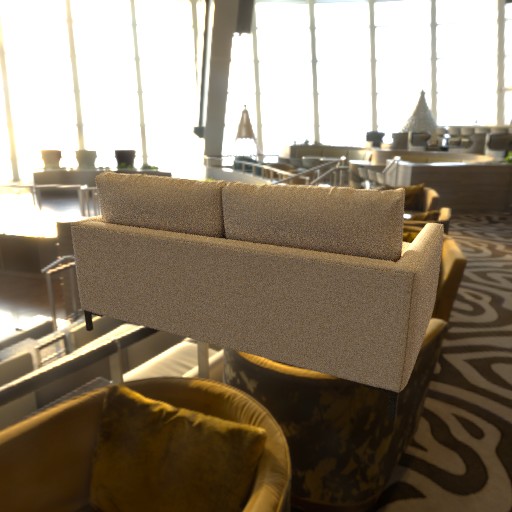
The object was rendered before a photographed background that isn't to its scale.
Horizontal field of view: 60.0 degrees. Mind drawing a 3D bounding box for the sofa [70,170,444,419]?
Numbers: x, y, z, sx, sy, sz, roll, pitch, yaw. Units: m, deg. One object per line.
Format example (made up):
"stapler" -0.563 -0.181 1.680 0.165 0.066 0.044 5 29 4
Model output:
"sofa" 0.000 0.000 2.193 1.651 0.812 0.839 8 18 27
